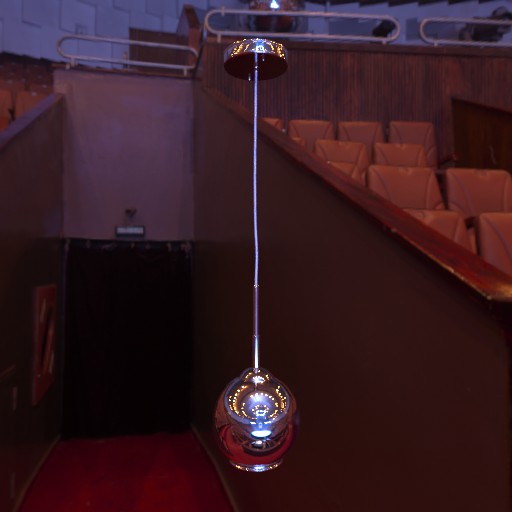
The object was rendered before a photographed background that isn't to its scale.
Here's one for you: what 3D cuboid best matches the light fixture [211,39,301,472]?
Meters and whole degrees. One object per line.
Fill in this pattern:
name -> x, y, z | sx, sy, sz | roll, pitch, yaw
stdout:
light fixture -> 0.000, 0.000, 1.687 | 0.336, 1.538, 0.336 | 0, -1, -17
